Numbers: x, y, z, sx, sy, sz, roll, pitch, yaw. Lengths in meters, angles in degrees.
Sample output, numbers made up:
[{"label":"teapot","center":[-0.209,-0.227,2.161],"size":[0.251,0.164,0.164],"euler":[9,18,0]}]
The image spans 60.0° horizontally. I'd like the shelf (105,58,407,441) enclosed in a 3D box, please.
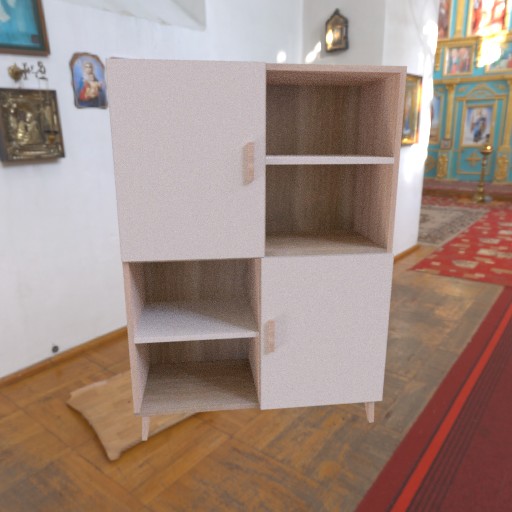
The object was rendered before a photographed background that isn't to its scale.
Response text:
[{"label":"shelf","center":[0.000,0.000,1.805],"size":[0.995,1.405,0.434],"euler":[-2,15,-7]}]
